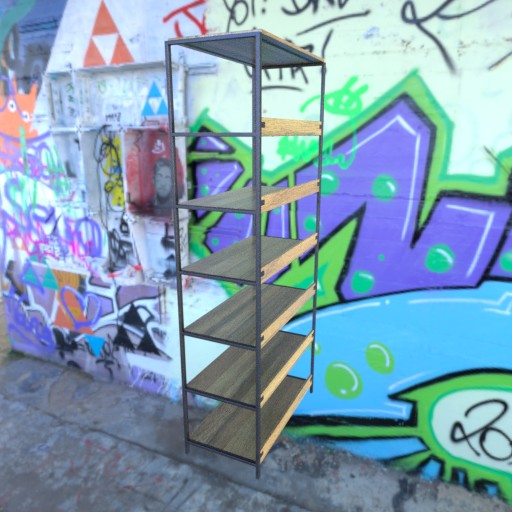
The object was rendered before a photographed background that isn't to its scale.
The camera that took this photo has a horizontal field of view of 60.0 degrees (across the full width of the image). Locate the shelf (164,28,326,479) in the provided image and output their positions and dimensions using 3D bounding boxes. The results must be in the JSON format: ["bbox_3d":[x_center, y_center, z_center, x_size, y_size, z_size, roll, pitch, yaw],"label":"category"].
[{"bbox_3d":[0.000,0.000,2.361,0.431,2.015,0.847,7,17,24],"label":"shelf"}]
